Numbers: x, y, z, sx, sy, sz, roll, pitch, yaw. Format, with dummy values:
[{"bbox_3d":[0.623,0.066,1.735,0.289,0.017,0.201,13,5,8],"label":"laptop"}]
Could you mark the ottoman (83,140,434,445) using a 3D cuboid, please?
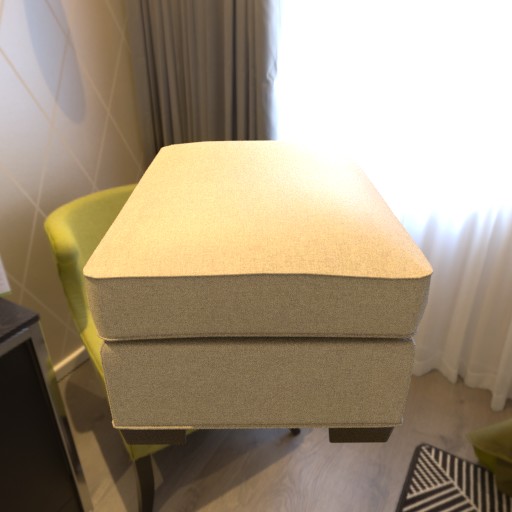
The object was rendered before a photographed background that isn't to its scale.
[{"bbox_3d":[0.000,0.000,1.206,0.619,0.504,0.843,0,29,-1],"label":"ottoman"}]
